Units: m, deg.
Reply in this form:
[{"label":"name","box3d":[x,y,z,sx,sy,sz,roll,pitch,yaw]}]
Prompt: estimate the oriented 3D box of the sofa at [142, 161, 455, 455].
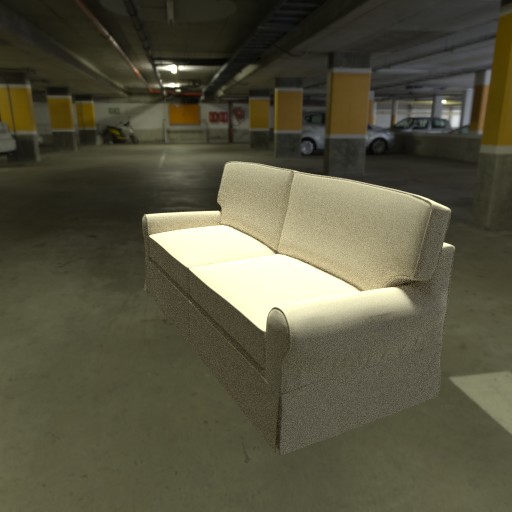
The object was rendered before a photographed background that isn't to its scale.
[{"label":"sofa","box3d":[0.000,0.000,2.503,0.862,0.937,2.021,-9,19,-26]}]
